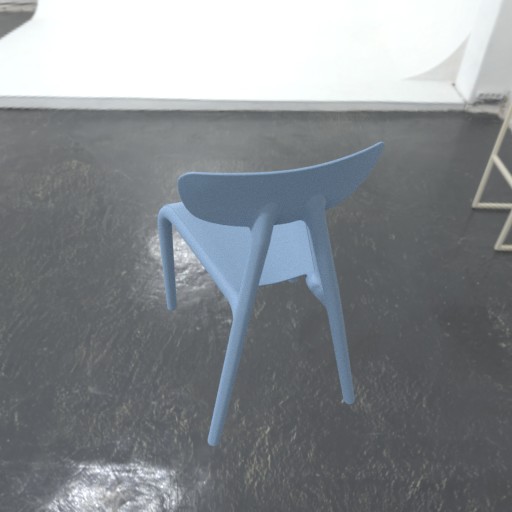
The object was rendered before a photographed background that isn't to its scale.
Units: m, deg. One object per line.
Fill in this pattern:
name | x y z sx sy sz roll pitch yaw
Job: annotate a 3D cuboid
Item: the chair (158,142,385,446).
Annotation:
chair | 0.000 0.000 0.856 0.356 0.580 0.401 -12 42 -13
